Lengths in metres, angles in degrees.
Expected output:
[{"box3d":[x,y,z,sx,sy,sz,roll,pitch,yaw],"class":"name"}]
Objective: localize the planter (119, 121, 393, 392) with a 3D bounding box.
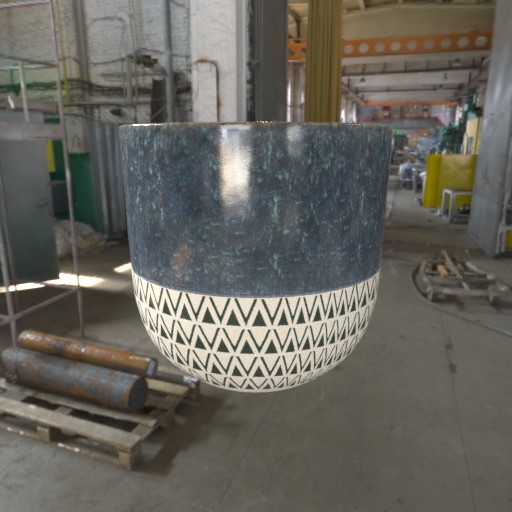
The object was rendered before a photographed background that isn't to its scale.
[{"box3d":[0.000,0.000,0.482,0.266,0.270,0.266,0,15,0],"class":"planter"}]
